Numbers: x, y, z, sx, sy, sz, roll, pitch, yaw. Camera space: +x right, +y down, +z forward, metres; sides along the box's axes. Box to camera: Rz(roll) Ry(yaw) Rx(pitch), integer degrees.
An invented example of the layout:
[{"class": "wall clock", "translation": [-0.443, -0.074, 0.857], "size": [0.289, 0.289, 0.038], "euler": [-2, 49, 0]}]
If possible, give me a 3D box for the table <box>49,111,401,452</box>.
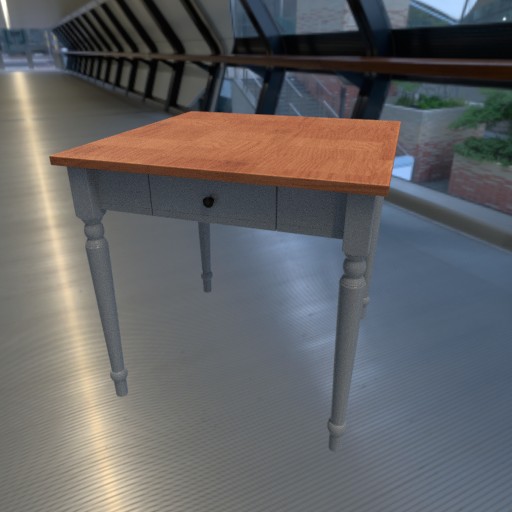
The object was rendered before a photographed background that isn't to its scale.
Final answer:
[{"class": "table", "translation": [0.000, 0.000, 1.382], "size": [0.747, 0.738, 0.747], "euler": [8, 27, 16]}]
